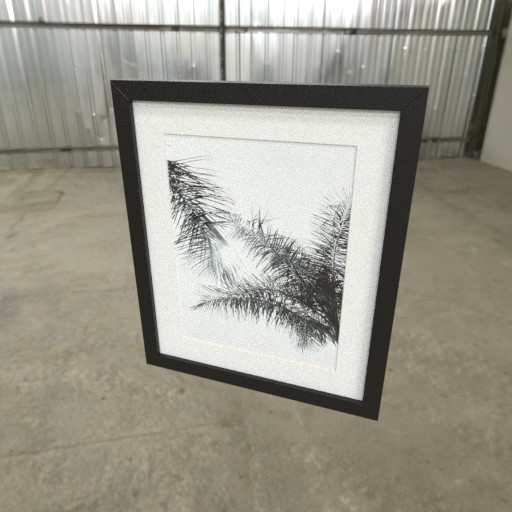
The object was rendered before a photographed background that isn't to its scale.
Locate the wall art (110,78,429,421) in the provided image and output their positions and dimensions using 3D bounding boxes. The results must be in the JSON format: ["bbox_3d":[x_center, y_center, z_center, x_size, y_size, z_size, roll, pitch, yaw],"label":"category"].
[{"bbox_3d":[0.000,0.000,0.521,0.325,0.380,0.028,9,26,18],"label":"wall art"}]
